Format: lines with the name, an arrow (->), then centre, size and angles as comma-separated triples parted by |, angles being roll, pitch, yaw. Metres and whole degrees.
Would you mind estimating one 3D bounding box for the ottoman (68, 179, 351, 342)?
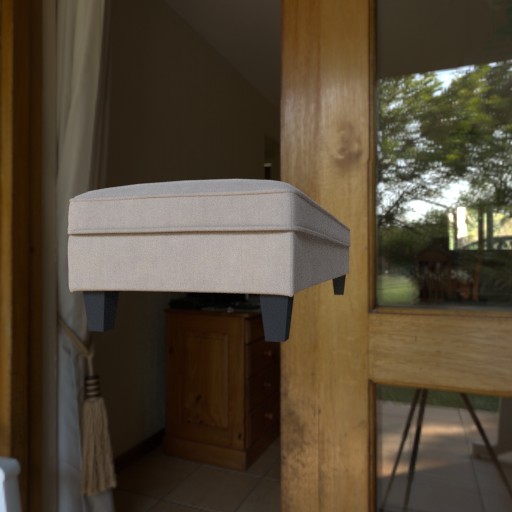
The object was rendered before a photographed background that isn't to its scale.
ottoman -> 0.000, 0.000, 2.020 | 0.735, 0.460, 1.726 | 0, 0, 17
